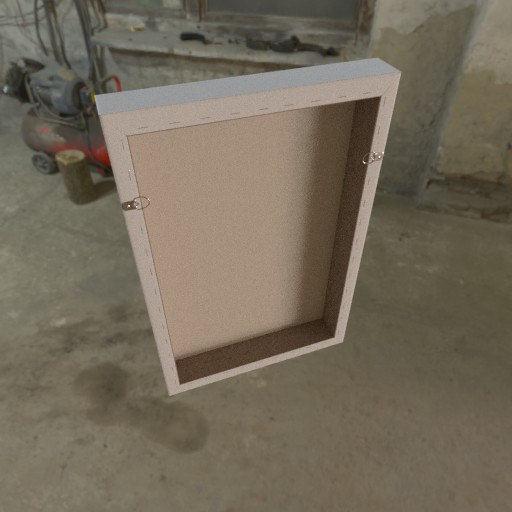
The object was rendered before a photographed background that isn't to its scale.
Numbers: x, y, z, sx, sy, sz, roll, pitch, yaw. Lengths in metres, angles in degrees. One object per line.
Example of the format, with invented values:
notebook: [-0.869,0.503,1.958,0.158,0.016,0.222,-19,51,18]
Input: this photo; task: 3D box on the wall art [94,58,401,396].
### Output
wall art: [0.000,0.000,0.490,0.252,0.381,0.039,-14,44,-15]
